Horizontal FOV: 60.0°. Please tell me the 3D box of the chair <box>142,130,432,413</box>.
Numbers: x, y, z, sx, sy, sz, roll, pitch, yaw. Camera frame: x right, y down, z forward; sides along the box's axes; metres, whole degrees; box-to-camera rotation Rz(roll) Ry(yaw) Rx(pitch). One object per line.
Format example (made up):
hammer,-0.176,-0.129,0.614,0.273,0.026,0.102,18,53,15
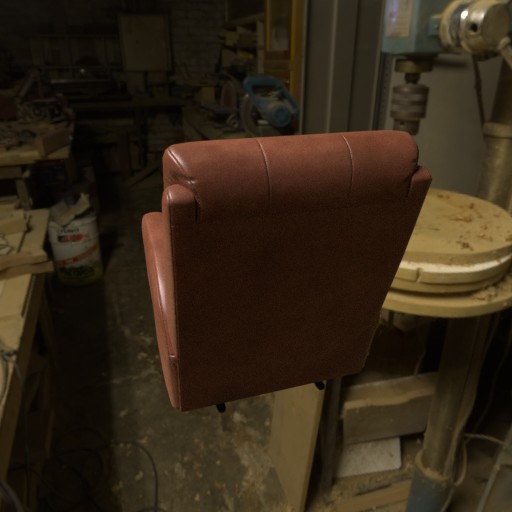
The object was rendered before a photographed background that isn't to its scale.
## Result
chair,0.000,0.000,1.666,0.787,1.016,0.939,-8,27,-16
